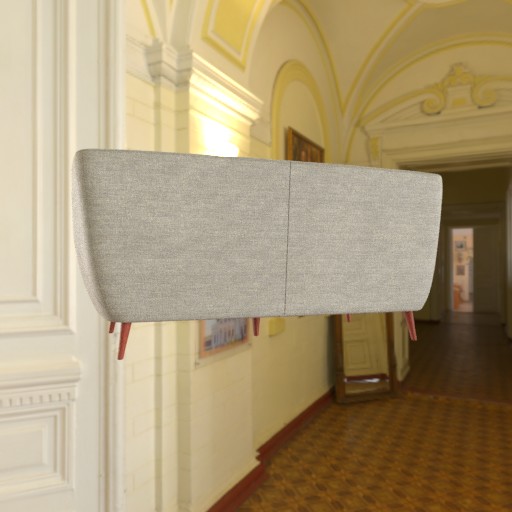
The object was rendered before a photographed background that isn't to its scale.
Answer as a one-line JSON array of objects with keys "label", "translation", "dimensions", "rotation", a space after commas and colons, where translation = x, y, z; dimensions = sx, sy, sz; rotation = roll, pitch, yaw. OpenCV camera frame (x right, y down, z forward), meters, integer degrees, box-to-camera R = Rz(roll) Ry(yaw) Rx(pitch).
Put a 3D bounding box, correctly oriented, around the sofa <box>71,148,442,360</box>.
[{"label": "sofa", "translation": [0.000, 0.000, 2.484], "dimensions": [1.930, 0.897, 0.976], "rotation": [0, -1, -18]}]
